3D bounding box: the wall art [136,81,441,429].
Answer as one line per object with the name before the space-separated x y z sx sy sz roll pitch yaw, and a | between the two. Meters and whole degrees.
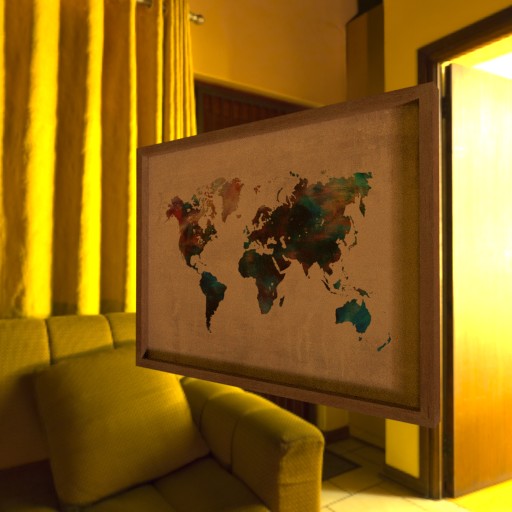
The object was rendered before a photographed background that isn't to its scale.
wall art | 0.000 0.000 1.700 1.320 1.009 0.070 0 -1 36
